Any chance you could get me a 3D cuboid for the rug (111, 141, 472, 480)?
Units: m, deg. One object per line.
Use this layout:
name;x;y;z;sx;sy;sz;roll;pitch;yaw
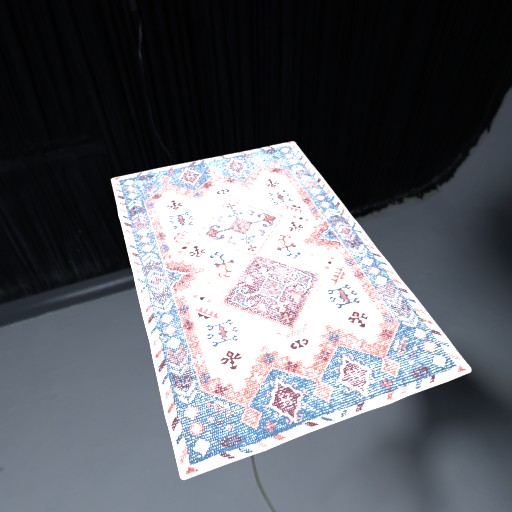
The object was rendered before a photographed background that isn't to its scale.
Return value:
rug;0.000;0.000;2.262;1.225;0.015;1.840;-15;48;-14
